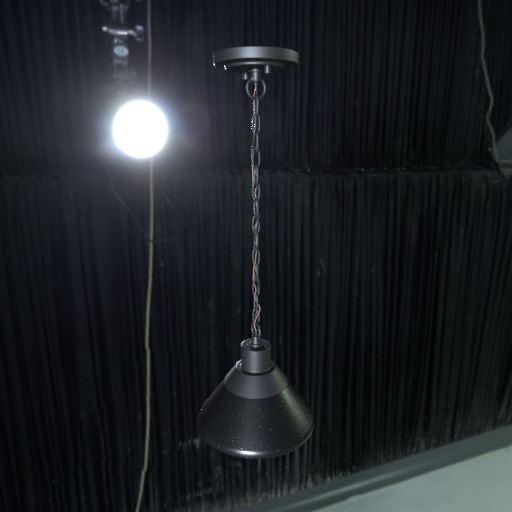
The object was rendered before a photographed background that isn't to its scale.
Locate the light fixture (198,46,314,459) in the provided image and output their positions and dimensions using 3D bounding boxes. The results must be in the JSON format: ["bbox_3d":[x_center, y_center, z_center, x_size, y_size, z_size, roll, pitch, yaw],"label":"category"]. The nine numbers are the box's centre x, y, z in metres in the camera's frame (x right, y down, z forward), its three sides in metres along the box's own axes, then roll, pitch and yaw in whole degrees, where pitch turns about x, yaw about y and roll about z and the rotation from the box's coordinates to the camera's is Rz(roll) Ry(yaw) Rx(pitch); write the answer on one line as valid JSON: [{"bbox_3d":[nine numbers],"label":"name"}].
[{"bbox_3d":[0.000,0.000,0.701,0.201,0.588,0.201,-7,16,-25],"label":"light fixture"}]
